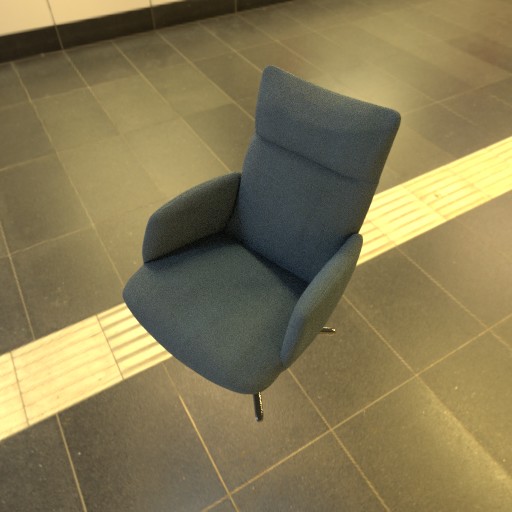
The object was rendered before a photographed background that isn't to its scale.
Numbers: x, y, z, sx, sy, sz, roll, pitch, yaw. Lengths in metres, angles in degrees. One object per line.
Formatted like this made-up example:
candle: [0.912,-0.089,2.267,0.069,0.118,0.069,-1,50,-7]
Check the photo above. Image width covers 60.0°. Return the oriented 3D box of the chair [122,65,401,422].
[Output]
chair: [0.000,0.000,1.635,0.711,1.016,0.889,31,55,26]
